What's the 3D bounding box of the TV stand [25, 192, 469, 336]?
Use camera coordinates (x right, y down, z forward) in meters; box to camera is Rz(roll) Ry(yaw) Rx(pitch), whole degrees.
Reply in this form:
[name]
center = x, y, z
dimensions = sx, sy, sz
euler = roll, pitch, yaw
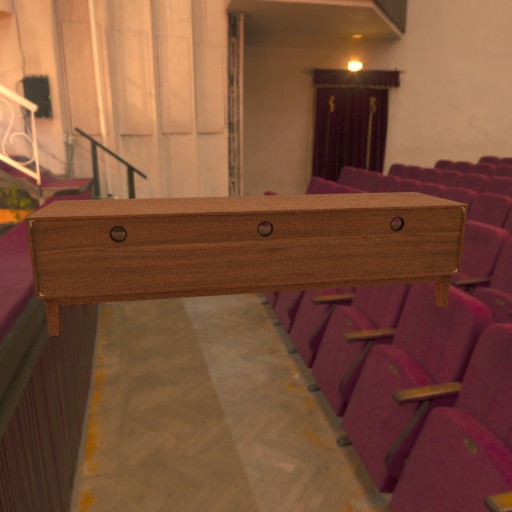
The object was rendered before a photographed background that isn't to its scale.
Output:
[TV stand]
center = 0.000, 0.000, 1.690
dimensions = 1.482, 0.409, 0.366
euler = -3, 16, -10
